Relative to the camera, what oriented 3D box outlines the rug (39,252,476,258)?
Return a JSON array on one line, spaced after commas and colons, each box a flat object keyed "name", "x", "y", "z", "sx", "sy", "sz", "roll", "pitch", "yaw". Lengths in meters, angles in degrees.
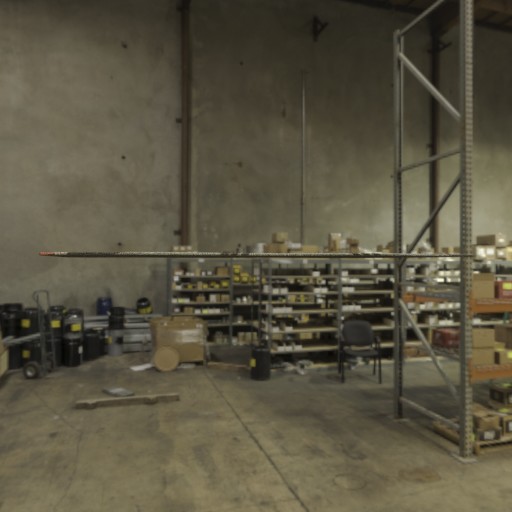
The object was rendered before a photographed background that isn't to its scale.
[{"name": "rug", "x": 0.000, "y": 0.000, "z": 2.943, "sx": 2.446, "sy": 0.017, "sz": 1.530, "roll": 0, "pitch": -1, "yaw": -17}]
